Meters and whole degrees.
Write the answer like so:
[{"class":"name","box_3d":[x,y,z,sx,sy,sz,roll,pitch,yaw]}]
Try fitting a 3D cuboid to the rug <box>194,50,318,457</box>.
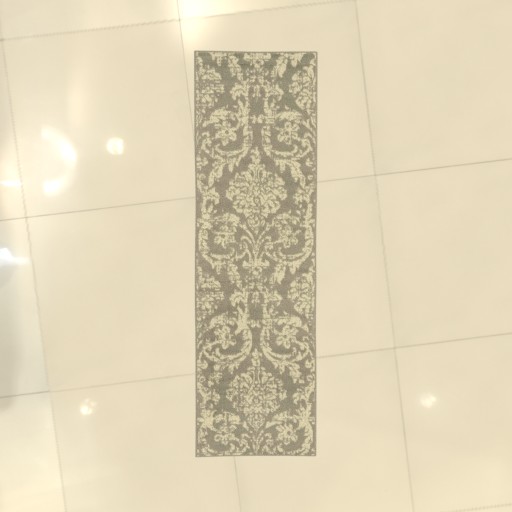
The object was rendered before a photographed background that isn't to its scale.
[{"class":"rug","box_3d":[0.000,0.000,2.398,0.662,0.011,2.196,0,91,-1]}]
